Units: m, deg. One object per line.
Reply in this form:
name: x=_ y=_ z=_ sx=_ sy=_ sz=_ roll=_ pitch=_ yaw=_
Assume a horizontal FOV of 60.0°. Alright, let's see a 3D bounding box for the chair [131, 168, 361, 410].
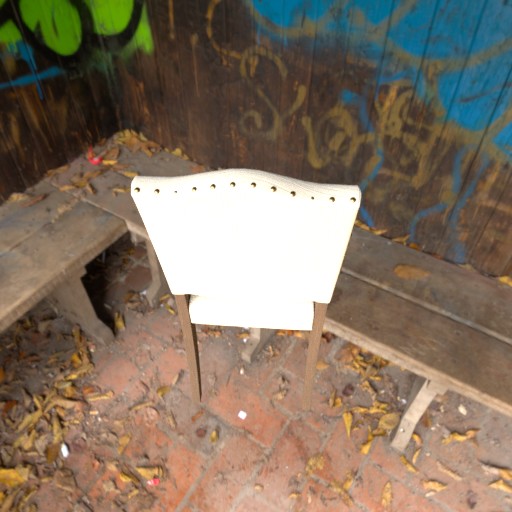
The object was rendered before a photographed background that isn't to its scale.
chair: x=0.000 y=0.000 z=1.367 sx=0.508 sy=1.015 sz=0.619 roll=3 pitch=46 yaw=3
